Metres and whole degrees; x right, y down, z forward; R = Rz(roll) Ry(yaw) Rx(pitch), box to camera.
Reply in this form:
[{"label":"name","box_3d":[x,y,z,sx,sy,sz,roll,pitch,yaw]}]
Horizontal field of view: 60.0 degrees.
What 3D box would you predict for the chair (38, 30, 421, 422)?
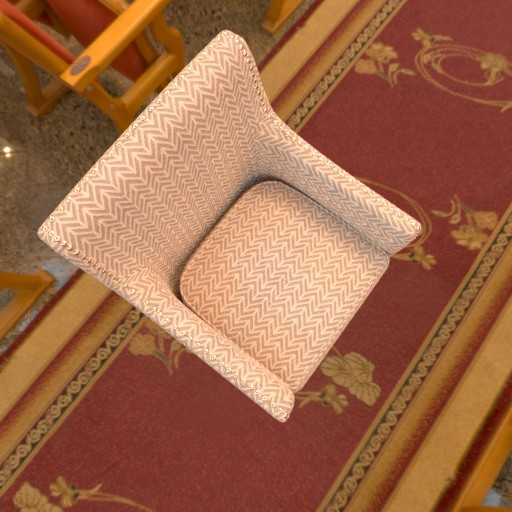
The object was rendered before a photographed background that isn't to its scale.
[{"label":"chair","box_3d":[0.000,0.000,1.261,0.651,0.816,0.623,37,79,8]}]
